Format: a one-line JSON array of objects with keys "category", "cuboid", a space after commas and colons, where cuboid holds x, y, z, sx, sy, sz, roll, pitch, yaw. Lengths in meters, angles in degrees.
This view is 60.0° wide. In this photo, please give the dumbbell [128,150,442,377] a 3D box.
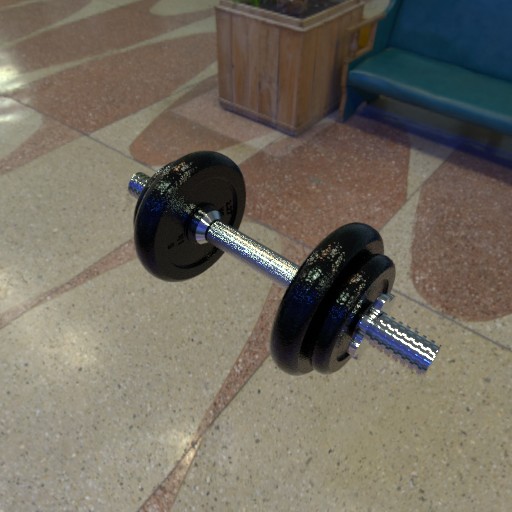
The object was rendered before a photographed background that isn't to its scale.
[{"category": "dumbbell", "cuboid": [0.000, 0.000, 0.588, 0.497, 0.202, 0.202, 31, 53, 28]}]
